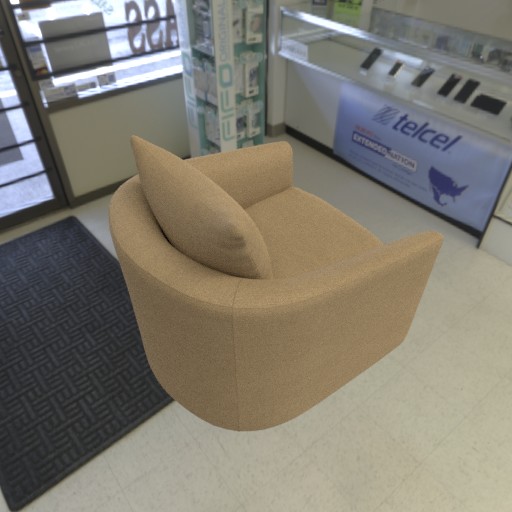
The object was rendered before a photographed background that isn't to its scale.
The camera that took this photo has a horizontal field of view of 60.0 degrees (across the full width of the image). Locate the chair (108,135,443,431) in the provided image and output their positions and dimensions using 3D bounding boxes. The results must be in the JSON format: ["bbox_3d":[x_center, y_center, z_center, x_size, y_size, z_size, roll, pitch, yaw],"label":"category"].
[{"bbox_3d":[0.000,0.000,1.564,0.910,0.848,0.845,-25,47,-26],"label":"chair"}]
